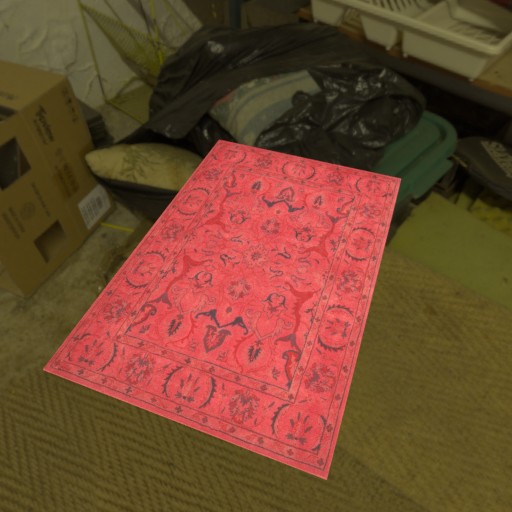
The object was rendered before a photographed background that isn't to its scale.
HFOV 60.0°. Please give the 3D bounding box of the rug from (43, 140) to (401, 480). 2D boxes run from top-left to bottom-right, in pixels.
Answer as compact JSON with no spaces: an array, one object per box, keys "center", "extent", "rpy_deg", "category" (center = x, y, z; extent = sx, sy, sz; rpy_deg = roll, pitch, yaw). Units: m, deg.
[{"center":[0.000,0.000,2.267],"extent":[1.209,0.008,1.814],"rpy_deg":[15,49,14],"category":"rug"}]
